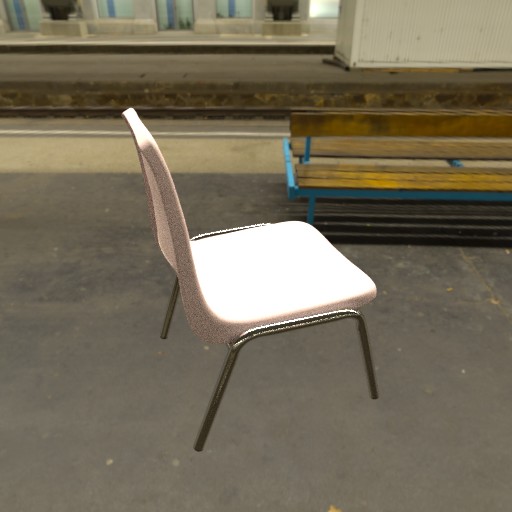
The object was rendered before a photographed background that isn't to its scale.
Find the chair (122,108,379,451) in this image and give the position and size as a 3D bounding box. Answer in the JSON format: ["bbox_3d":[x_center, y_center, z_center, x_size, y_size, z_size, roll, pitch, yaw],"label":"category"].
[{"bbox_3d":[0.000,0.000,0.810,0.385,0.537,0.354,-11,32,-18],"label":"chair"}]
